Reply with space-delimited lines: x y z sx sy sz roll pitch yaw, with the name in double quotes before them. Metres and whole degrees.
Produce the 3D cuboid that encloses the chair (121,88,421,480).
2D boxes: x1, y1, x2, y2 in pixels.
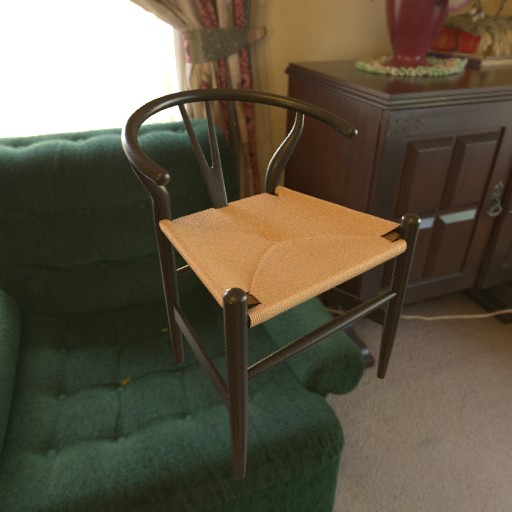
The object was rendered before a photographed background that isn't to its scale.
"chair" 0.000 0.000 1.140 0.570 0.739 0.570 -21 36 -32
